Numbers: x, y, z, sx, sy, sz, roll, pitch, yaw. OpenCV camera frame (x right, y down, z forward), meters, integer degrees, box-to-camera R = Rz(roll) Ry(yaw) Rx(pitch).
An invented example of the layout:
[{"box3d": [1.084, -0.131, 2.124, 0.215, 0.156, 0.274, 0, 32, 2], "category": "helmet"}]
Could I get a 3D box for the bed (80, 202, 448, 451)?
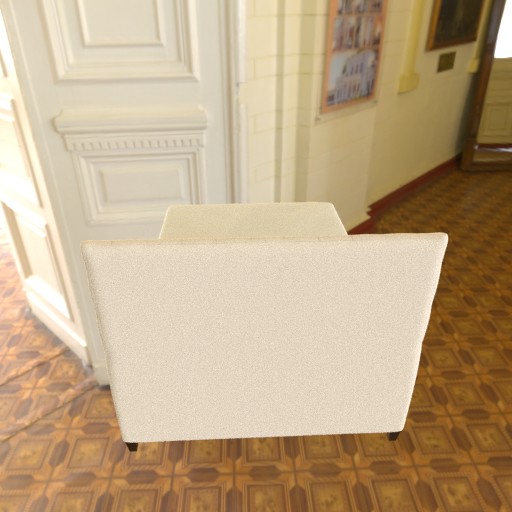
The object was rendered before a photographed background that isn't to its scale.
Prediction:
[{"box3d": [0.000, 0.000, 3.293, 1.696, 1.426, 2.233, -1, 30, -2], "category": "bed"}]
